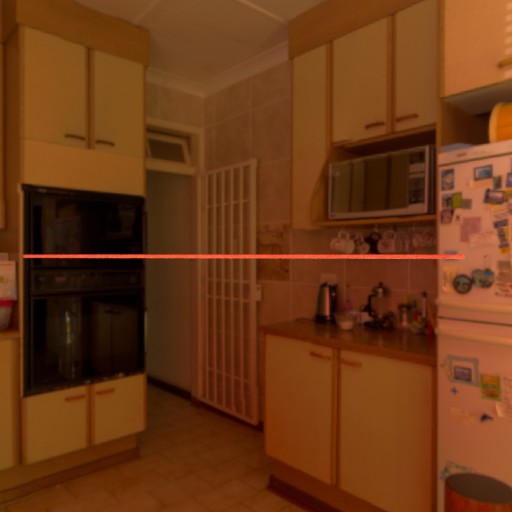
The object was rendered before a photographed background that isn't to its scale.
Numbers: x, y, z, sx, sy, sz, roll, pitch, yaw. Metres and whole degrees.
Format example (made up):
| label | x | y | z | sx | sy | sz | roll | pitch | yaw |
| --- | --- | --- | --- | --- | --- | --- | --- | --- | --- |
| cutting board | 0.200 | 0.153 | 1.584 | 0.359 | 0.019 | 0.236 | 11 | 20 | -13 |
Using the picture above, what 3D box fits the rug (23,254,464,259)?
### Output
| label | x | y | z | sx | sy | sz | roll | pitch | yaw |
| --- | --- | --- | --- | --- | --- | --- | --- | --- | --- |
| rug | 0.000 | 0.000 | 2.311 | 1.829 | 0.014 | 1.219 | 0 | 0 | 18 |
